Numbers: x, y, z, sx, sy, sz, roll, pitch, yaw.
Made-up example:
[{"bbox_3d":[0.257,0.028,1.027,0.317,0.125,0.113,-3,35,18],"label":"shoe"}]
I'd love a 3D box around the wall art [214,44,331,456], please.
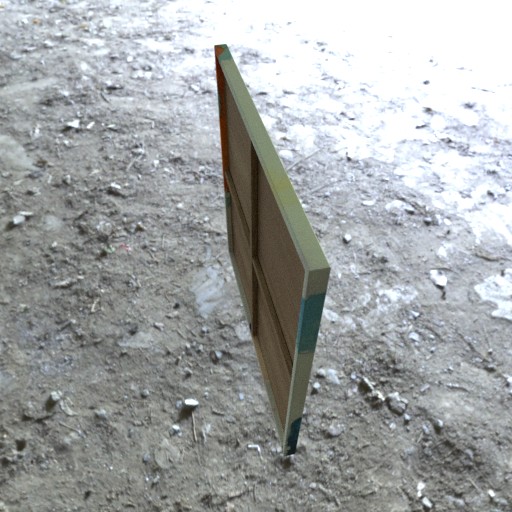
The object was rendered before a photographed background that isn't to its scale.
[{"bbox_3d":[0.000,0.000,1.525,0.044,1.017,1.017,-10,49,-9],"label":"wall art"}]
